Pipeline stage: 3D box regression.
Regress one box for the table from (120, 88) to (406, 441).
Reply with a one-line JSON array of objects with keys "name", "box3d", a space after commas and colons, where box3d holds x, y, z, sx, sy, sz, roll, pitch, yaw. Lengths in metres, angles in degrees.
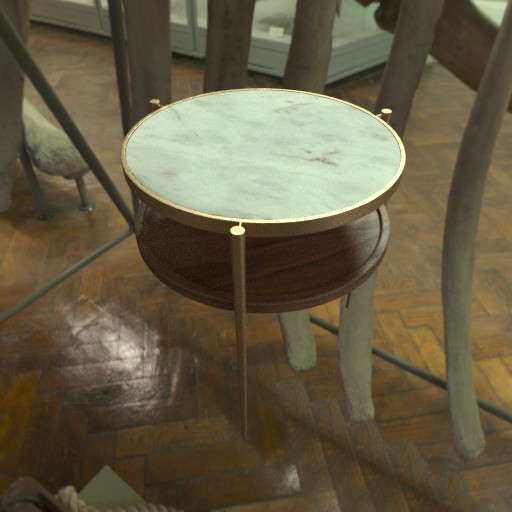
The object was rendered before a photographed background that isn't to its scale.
[{"name": "table", "box3d": [0.000, 0.000, 0.839, 0.456, 0.493, 0.430, 26, 47, 26]}]
